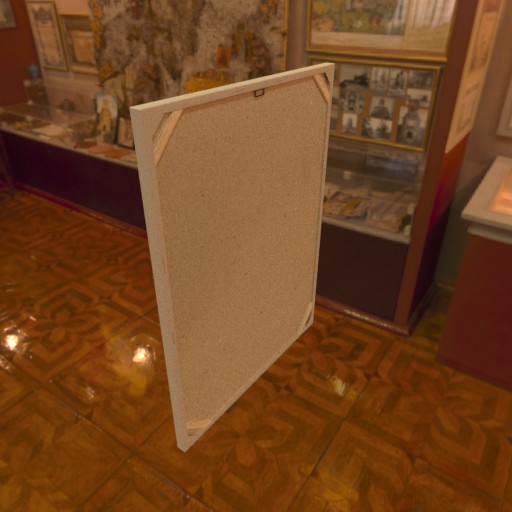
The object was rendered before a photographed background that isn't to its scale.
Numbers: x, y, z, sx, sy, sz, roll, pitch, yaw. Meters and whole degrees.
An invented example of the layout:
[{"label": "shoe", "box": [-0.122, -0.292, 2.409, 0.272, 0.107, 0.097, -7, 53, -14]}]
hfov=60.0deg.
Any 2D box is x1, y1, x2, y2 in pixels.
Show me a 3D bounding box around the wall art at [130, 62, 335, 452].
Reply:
[{"label": "wall art", "box": [0.000, 0.000, 1.623, 0.038, 1.212, 0.914, 21, 37, 31]}]
